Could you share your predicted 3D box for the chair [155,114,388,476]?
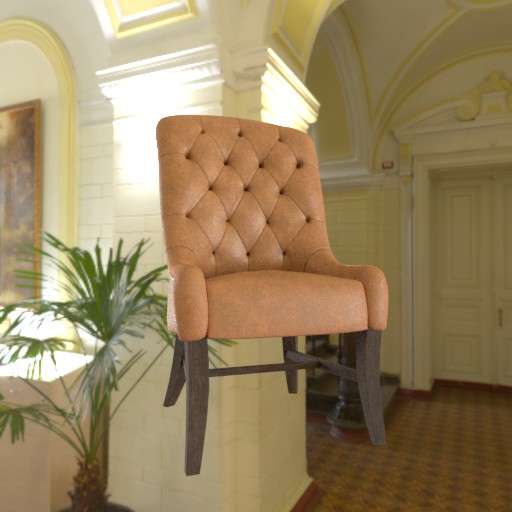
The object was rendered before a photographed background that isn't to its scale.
[{"bbox_3d":[0.000,0.000,1.478,0.634,1.091,0.629,0,-1,-19],"label":"chair"}]
